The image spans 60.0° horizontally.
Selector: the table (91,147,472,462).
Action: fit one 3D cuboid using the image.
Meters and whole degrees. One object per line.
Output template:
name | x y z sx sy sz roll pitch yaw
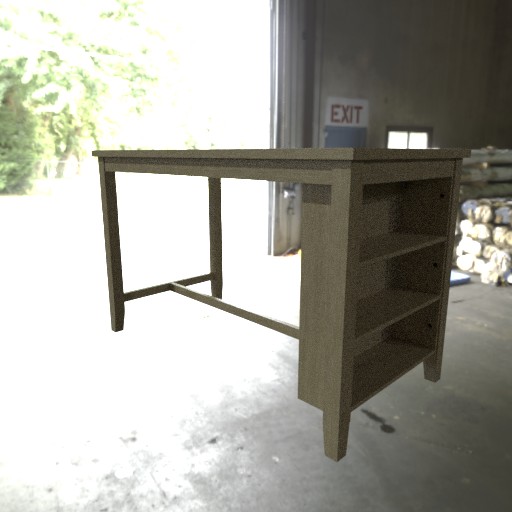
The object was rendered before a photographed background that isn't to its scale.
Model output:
table | 0.000 0.000 1.877 0.729 0.874 1.397 -13 18 -43
